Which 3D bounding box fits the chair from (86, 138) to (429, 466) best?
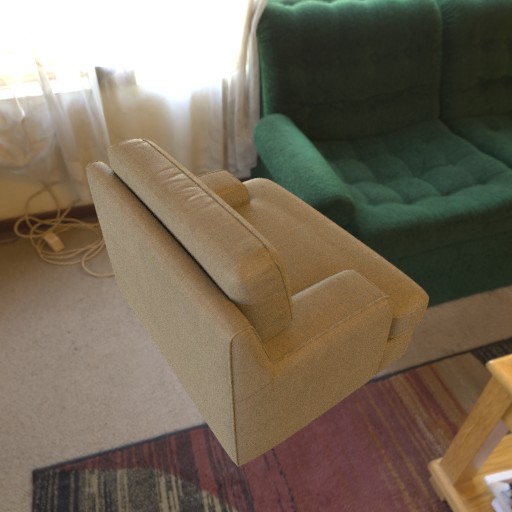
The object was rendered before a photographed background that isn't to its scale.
[{"bbox_3d":[0.000,0.000,2.037,1.043,0.974,1.270,-25,46,-26],"label":"chair"}]
